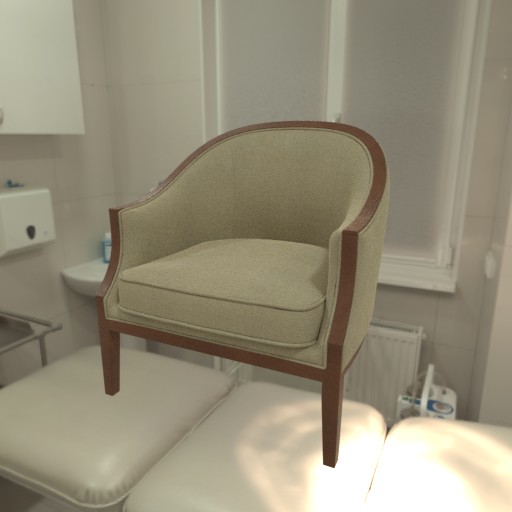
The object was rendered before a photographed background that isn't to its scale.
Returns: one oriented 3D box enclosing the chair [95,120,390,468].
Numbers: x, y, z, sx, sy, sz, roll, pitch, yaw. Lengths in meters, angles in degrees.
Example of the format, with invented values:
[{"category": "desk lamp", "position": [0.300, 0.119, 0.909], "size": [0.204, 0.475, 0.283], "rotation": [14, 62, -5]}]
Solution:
[{"category": "chair", "position": [0.000, 0.000, 1.465], "size": [0.803, 0.876, 0.735], "rotation": [7, 17, 25]}]
